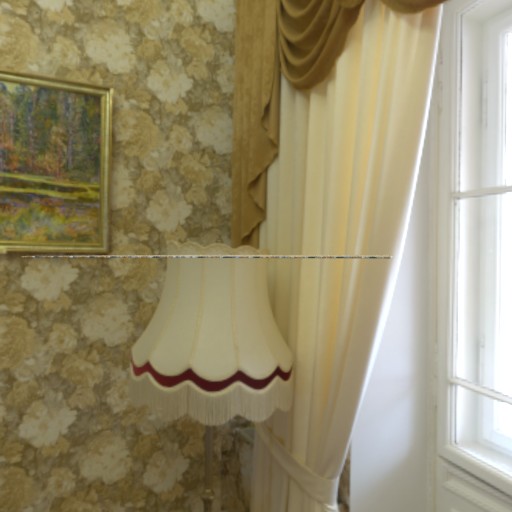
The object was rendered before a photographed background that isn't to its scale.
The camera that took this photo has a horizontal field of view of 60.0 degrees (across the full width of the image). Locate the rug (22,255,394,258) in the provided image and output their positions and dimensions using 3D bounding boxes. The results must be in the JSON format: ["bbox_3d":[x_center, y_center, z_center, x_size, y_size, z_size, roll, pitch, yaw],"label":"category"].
[{"bbox_3d":[0.000,0.000,4.138,2.439,0.010,3.048,0,0,18],"label":"rug"}]
